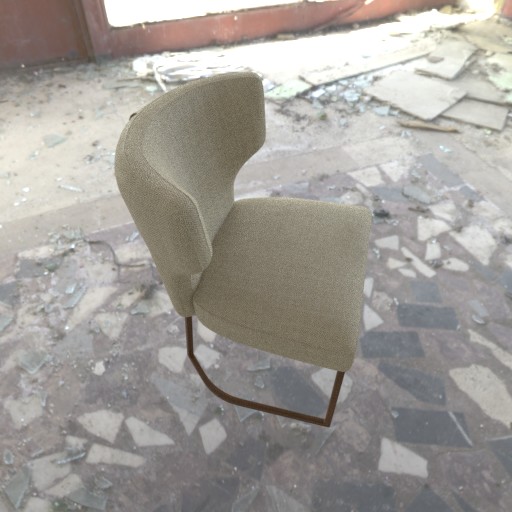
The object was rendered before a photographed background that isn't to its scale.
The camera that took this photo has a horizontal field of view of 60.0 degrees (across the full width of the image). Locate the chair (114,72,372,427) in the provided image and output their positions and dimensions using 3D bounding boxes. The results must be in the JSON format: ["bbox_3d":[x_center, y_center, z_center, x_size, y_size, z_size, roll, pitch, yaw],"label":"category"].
[{"bbox_3d":[0.000,0.000,1.266,0.617,0.824,0.611,10,47,10],"label":"chair"}]
